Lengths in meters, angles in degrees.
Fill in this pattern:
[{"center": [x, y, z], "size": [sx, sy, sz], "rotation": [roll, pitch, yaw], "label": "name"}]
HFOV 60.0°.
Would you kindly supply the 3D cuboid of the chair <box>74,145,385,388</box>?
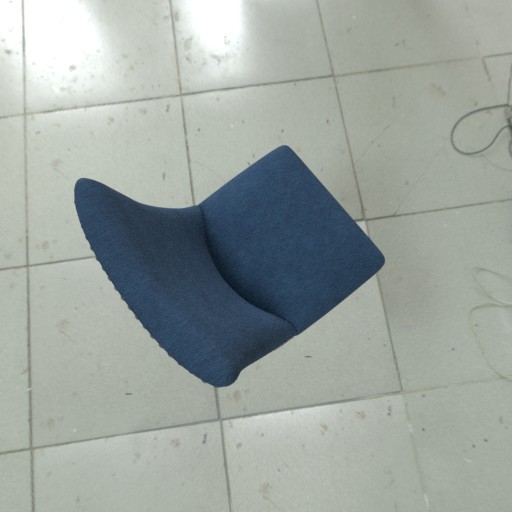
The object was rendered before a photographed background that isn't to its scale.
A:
[{"center": [0.000, 0.000, 1.253], "size": [0.610, 0.902, 0.495], "rotation": [-37, 79, -9], "label": "chair"}]
